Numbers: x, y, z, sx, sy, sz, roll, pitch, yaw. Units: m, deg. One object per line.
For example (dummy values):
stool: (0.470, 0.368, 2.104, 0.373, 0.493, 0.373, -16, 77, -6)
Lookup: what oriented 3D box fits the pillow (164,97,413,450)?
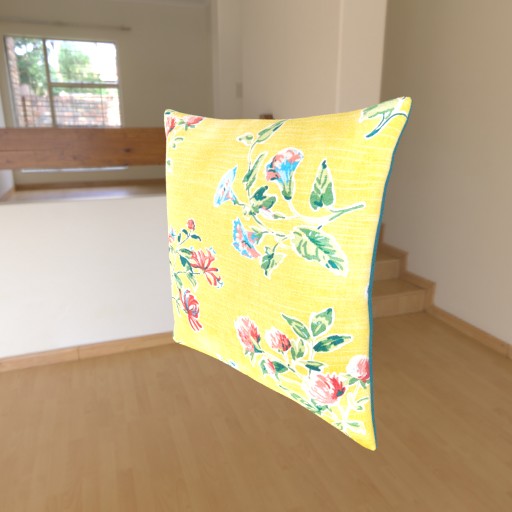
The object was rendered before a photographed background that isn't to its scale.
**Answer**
pillow: (0.000, 0.000, 0.782, 0.525, 0.508, 0.166, 16, 22, 43)
